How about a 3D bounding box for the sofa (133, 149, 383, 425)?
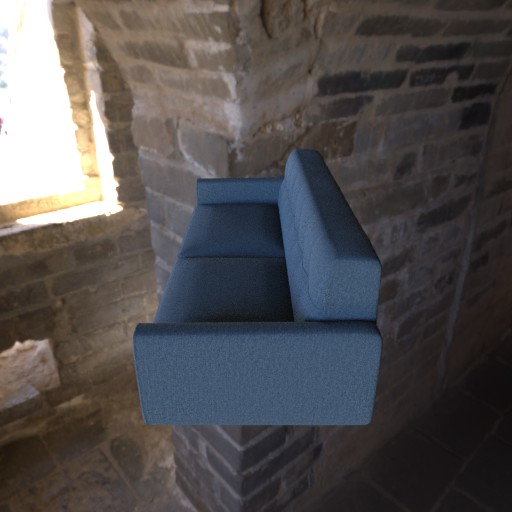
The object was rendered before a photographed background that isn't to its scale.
[{"bbox_3d":[0.000,0.000,2.591,0.942,0.884,2.055,0,26,0],"label":"sofa"}]
